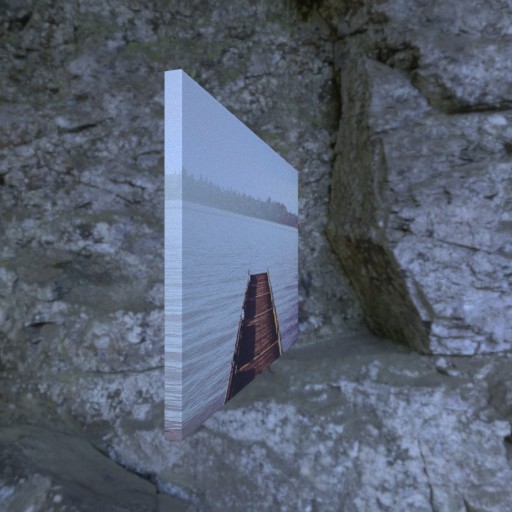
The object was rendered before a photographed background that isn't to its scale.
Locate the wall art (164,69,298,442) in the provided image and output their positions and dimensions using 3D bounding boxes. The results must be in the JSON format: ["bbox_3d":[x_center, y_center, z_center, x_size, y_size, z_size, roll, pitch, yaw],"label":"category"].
[{"bbox_3d":[0.000,0.000,1.460,0.040,0.765,1.149,0,0,17],"label":"wall art"}]
